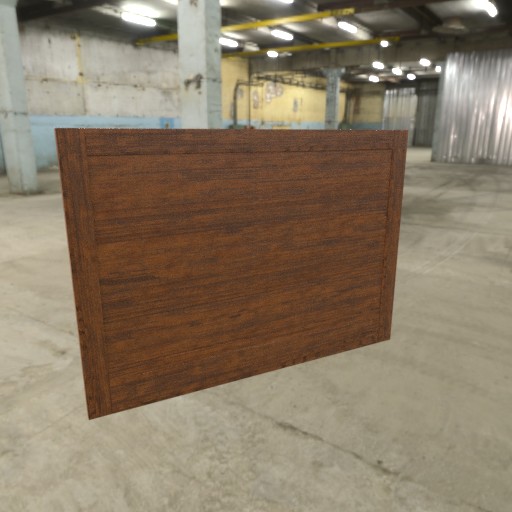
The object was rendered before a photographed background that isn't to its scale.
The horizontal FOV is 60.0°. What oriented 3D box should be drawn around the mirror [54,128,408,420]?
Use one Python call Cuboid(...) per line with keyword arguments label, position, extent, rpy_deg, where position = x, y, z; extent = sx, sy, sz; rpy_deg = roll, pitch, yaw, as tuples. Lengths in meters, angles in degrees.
Cuboid(label="mirror", position=(0.000, 0.000, 0.975), extent=(0.758, 0.537, 0.084), rpy_deg=(-8, 17, -26))
